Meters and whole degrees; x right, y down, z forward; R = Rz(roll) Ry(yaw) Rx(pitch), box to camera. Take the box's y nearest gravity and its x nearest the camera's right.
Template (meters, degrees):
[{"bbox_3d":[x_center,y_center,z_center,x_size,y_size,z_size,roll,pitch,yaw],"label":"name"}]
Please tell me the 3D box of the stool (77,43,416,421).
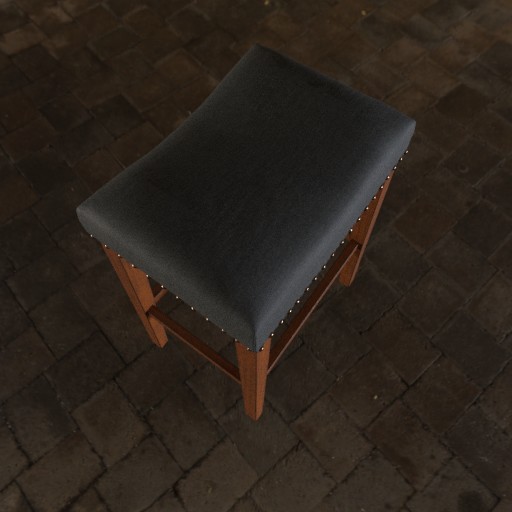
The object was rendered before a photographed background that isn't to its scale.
[{"bbox_3d":[0.000,0.000,0.873,0.320,0.612,0.439,33,67,16],"label":"stool"}]
